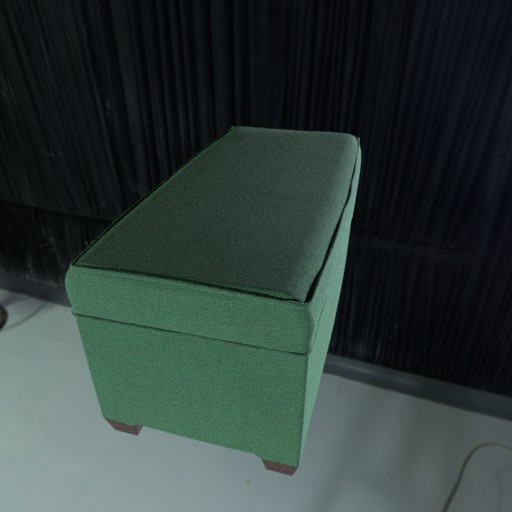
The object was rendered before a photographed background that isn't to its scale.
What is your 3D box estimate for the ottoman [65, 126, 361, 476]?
[{"bbox_3d":[0.000,0.000,1.196,0.483,0.471,0.957,8,33,13],"label":"ottoman"}]
